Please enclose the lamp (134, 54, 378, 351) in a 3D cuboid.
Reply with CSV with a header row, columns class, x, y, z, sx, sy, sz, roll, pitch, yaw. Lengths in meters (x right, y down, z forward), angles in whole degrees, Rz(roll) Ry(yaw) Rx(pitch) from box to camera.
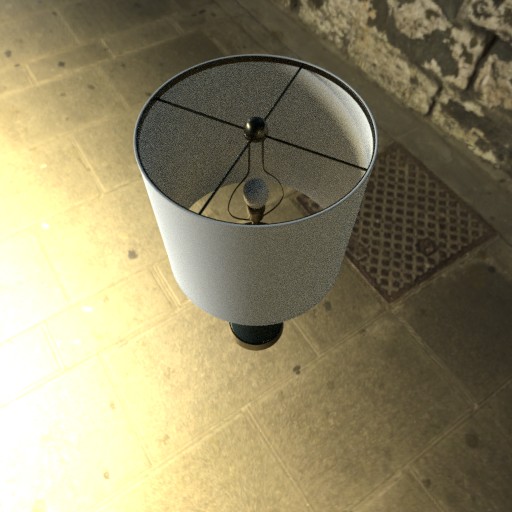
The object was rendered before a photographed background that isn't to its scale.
class,x,y,z,sx,sy,sz,roll,pitch,yaw
lamp,0.000,0.000,0.805,0.301,0.630,0.301,-16,60,-10
